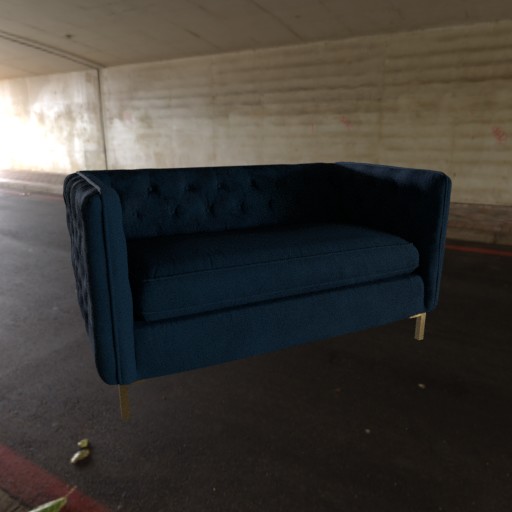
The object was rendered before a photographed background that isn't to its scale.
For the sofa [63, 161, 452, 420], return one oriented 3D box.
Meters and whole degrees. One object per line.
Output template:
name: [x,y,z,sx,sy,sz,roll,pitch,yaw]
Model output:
sofa: [0.000,0.000,2.103,1.583,0.810,0.909,-8,17,-25]
